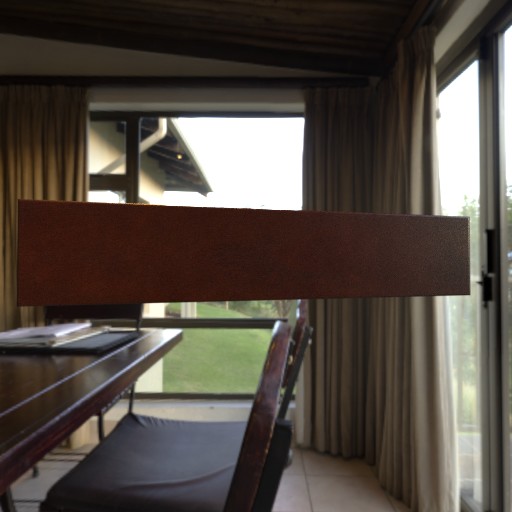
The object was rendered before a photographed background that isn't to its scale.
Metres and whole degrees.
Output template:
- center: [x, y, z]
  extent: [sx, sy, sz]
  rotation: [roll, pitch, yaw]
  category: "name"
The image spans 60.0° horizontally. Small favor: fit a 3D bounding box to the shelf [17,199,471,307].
- center: [0.000, 0.000, 0.504]
  extent: [0.457, 0.088, 0.152]
  rotation: [0, -1, -17]
  category: "shelf"
